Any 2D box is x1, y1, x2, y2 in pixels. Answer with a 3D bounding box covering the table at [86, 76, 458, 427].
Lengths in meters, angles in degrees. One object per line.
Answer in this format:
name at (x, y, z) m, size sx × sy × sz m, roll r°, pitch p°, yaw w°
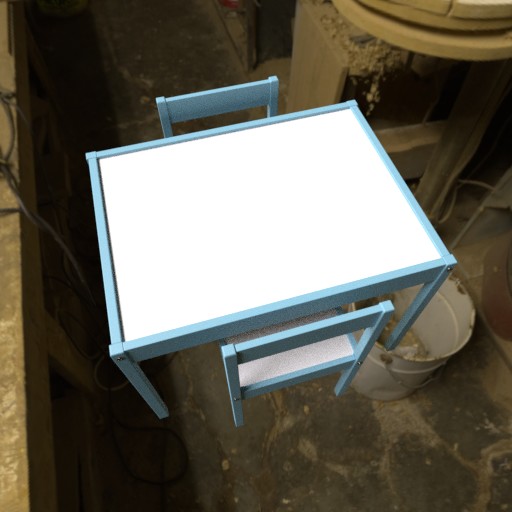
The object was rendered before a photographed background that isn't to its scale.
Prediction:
table at (0.000, 0.000, 1.068) m, size 0.639 × 0.503 × 0.633 m, roll -14°, pitch 59°, yaw -9°
